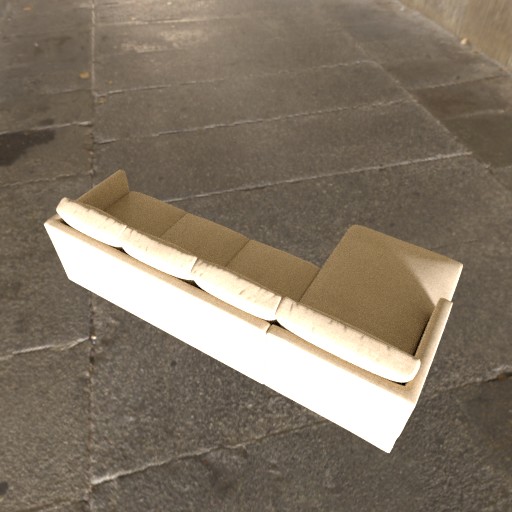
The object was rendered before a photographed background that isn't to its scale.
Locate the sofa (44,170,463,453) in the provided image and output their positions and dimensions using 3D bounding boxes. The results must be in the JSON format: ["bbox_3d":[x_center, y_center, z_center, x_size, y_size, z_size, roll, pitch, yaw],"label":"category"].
[{"bbox_3d":[0.000,0.000,3.836,3.205,0.922,1.650,23,50,21],"label":"sofa"}]
